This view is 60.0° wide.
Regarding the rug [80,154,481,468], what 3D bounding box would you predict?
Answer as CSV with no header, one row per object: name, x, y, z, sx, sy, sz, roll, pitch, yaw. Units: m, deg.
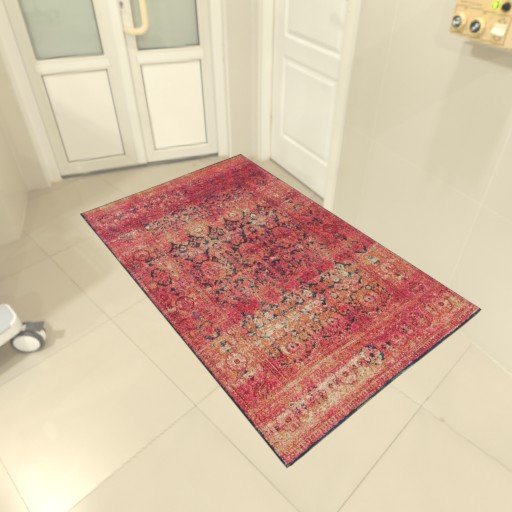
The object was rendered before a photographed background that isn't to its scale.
rug,0.000,0.000,3.036,1.539,0.018,2.449,-27,48,-28
